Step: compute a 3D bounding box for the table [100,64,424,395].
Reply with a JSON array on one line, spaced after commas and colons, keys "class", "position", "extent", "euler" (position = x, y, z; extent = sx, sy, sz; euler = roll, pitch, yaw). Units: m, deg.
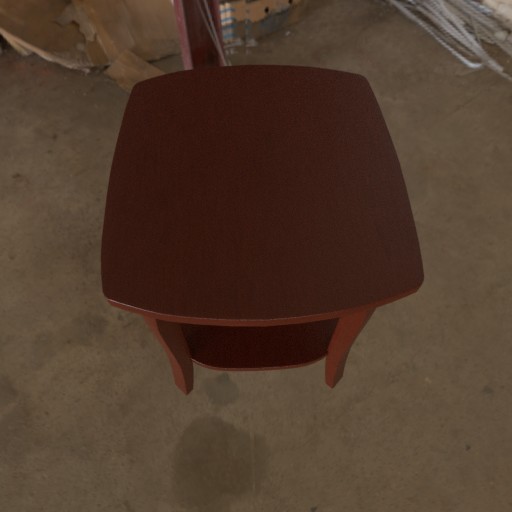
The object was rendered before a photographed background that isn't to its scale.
[{"class": "table", "position": [0.000, 0.000, 0.870], "extent": [0.433, 0.496, 0.502], "euler": [-2, 57, -1]}]
